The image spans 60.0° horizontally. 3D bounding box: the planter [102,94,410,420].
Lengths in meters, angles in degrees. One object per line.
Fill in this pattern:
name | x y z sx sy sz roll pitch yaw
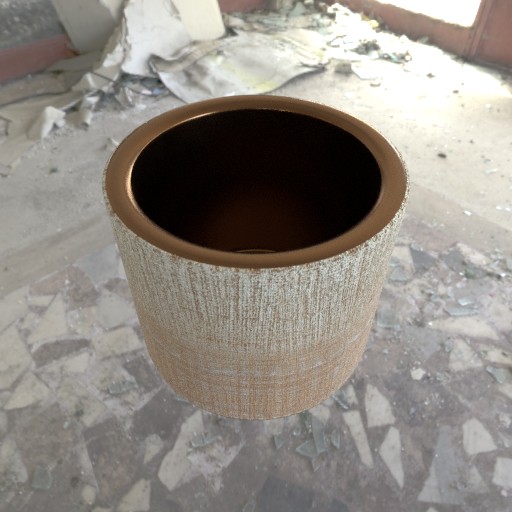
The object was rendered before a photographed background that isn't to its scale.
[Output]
planter | 0.000 0.000 0.191 0.109 0.096 0.109 0 45 0
